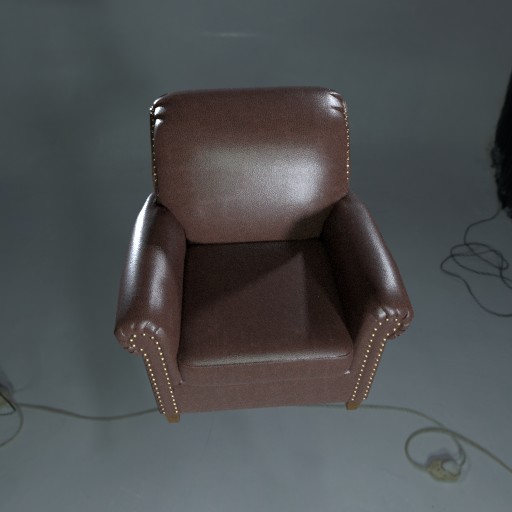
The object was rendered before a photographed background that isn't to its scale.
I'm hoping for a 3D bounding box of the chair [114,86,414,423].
[{"bbox_3d":[0.000,0.000,1.589,0.854,0.927,0.890,-3,45,-3],"label":"chair"}]
